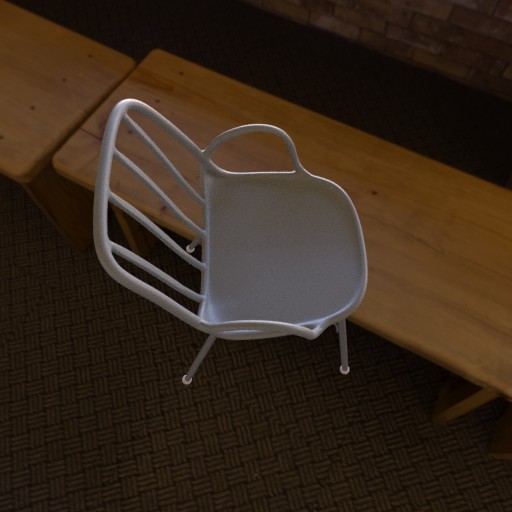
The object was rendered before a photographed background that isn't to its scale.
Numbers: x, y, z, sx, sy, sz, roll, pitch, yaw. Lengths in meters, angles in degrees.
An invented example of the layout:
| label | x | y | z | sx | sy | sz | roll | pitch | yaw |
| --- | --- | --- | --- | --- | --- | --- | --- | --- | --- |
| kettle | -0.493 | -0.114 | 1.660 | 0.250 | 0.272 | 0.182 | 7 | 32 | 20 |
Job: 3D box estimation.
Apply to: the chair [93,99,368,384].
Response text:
| label | x | y | z | sx | sy | sz | roll | pitch | yaw |
| --- | --- | --- | --- | --- | --- | --- | --- | --- | --- |
| chair | 0.000 | 0.000 | 1.198 | 0.597 | 0.816 | 0.549 | -2 | 64 | -1 |
